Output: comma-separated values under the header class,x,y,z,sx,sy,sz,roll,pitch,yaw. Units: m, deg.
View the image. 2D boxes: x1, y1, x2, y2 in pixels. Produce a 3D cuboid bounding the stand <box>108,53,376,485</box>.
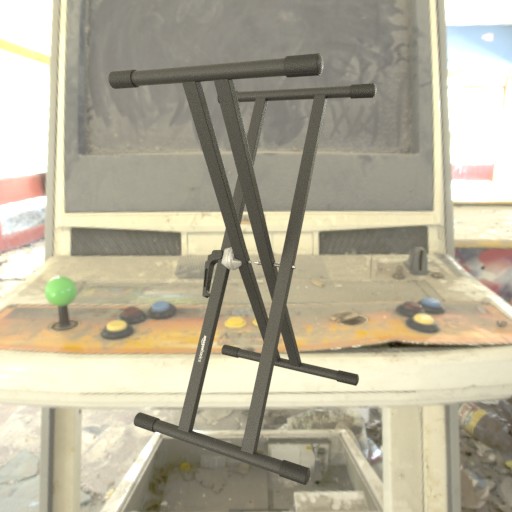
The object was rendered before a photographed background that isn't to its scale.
class,x,y,z,sx,sy,sz,roll,pitch,yaw
stand,0.000,0.000,1.198,0.495,0.900,0.503,7,16,25
